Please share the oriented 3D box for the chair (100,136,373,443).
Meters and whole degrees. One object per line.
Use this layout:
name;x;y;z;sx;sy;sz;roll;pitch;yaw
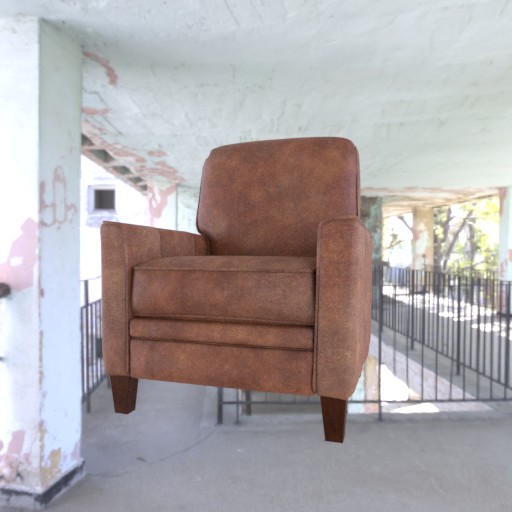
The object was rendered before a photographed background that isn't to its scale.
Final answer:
chair;0.000;0.000;1.695;0.843;1.043;0.836;0;1;18
